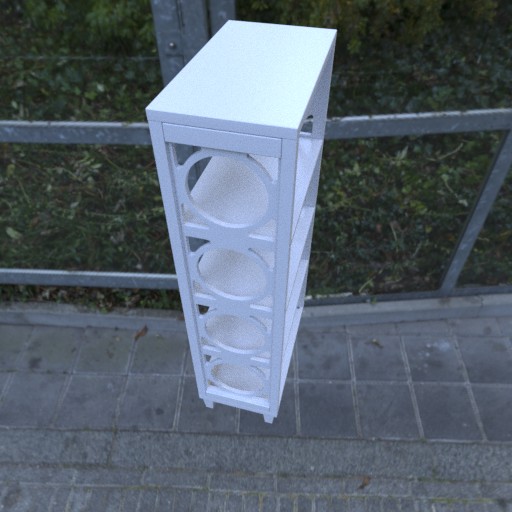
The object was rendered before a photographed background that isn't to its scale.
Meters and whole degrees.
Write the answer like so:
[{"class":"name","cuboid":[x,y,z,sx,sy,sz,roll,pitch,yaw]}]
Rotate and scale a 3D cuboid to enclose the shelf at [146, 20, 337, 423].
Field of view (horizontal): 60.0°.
[{"class":"shelf","cuboid":[0.000,0.000,1.644,0.340,1.411,0.611,11,46,10]}]
